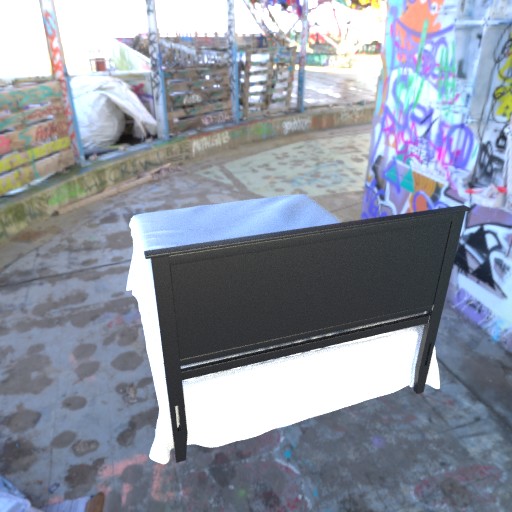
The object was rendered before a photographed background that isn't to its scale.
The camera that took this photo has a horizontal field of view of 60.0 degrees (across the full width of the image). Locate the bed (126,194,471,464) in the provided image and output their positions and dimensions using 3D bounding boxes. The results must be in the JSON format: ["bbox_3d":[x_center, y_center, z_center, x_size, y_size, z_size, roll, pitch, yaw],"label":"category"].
[{"bbox_3d":[0.000,0.000,3.185,1.870,1.270,2.050,-9,29,-17],"label":"bed"}]
